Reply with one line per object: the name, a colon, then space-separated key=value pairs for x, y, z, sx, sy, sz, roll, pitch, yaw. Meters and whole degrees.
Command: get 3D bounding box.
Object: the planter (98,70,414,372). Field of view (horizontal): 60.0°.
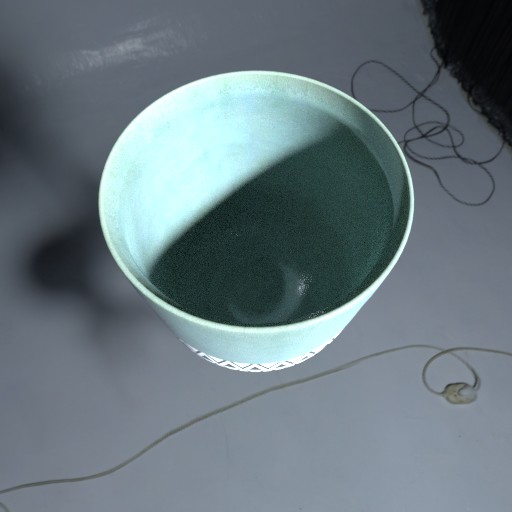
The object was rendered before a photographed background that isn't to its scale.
planter: x=0.000 y=0.000 z=0.376 sx=0.198 sy=0.214 sz=0.198 roll=0 pitch=63 yaw=0
